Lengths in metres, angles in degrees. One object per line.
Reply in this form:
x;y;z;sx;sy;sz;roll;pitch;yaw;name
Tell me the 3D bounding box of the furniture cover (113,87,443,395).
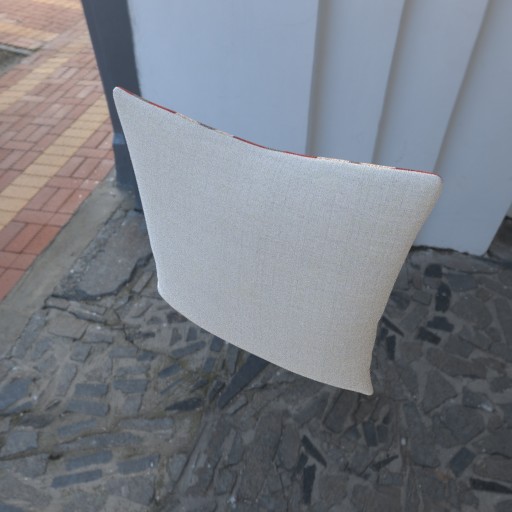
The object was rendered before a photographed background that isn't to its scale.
0.000;0.000;0.647;0.435;0.420;0.145;22;49;21;furniture cover
